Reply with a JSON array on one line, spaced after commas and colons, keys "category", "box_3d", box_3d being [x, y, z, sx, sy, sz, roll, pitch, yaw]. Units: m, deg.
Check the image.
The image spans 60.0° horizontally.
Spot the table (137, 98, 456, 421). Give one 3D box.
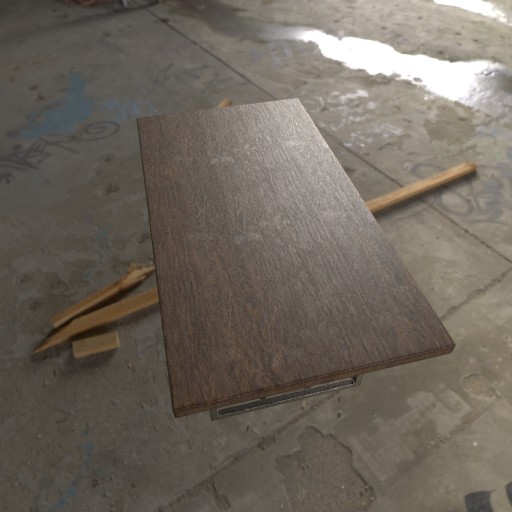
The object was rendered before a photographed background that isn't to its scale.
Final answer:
[{"category": "table", "box_3d": [0.000, 0.000, 2.543, 1.078, 0.795, 1.989, -10, 48, -9]}]
